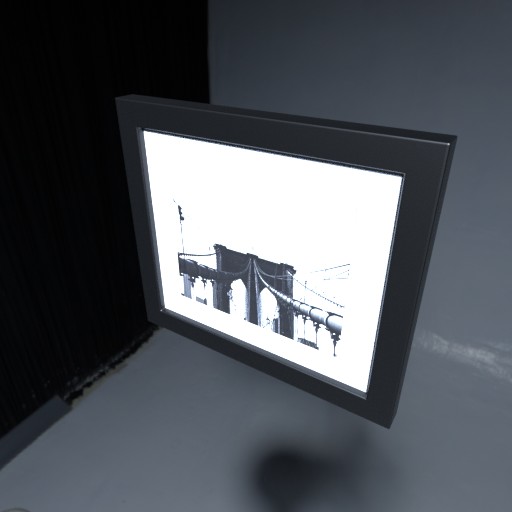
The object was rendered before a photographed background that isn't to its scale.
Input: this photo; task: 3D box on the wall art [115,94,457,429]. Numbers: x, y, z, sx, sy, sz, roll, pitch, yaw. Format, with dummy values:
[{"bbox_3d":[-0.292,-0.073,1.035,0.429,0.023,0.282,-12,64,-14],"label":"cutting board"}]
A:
[{"bbox_3d":[0.000,0.000,0.528,0.380,0.330,0.028,17,33,28],"label":"wall art"}]
